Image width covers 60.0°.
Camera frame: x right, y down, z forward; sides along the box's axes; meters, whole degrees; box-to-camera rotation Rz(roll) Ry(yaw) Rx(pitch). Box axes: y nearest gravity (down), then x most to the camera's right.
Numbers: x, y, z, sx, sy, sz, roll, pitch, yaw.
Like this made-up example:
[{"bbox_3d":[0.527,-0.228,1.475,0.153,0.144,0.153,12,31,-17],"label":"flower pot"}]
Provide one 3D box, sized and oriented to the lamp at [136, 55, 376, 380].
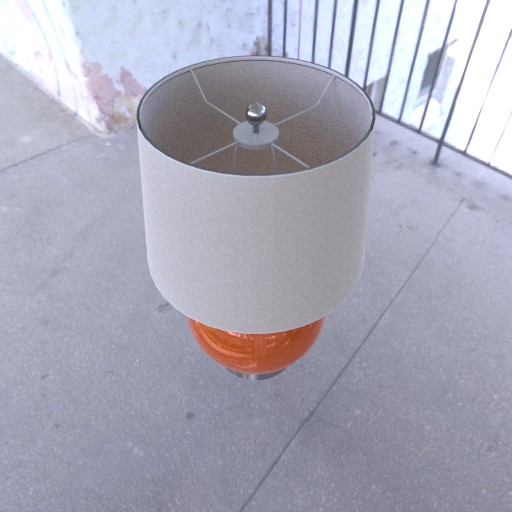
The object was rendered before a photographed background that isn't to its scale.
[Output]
[{"bbox_3d":[0.000,0.000,0.527,0.247,0.387,0.247,0,47,0],"label":"lamp"}]
